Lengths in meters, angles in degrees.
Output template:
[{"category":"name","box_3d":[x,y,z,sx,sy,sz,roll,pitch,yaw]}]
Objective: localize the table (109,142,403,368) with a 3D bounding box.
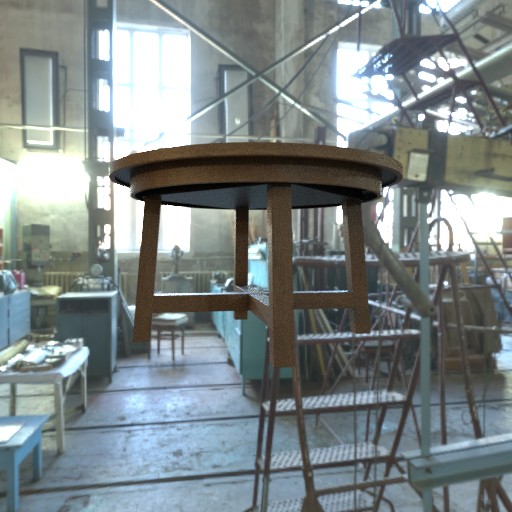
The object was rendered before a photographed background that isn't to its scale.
[{"category":"table","box_3d":[0.000,0.000,2.101,1.319,0.762,1.319,0,1,0]}]
